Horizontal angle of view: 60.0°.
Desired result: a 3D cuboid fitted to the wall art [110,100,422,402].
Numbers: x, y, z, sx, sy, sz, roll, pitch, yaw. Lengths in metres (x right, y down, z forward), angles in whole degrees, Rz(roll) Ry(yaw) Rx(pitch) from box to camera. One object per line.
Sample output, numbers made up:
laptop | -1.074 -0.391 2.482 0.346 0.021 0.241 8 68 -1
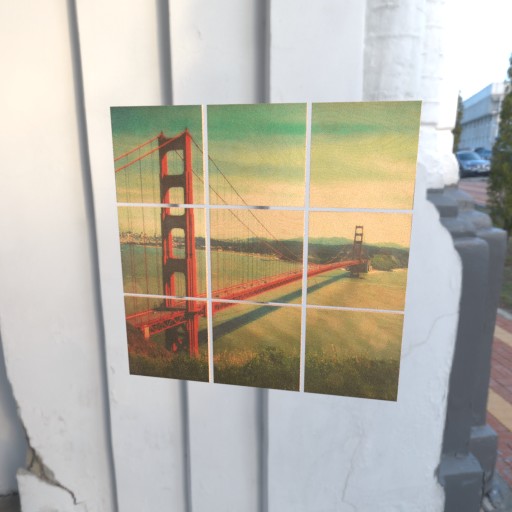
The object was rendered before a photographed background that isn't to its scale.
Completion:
wall art | 0.000 0.000 1.851 1.217 1.207 0.016 3 14 11
